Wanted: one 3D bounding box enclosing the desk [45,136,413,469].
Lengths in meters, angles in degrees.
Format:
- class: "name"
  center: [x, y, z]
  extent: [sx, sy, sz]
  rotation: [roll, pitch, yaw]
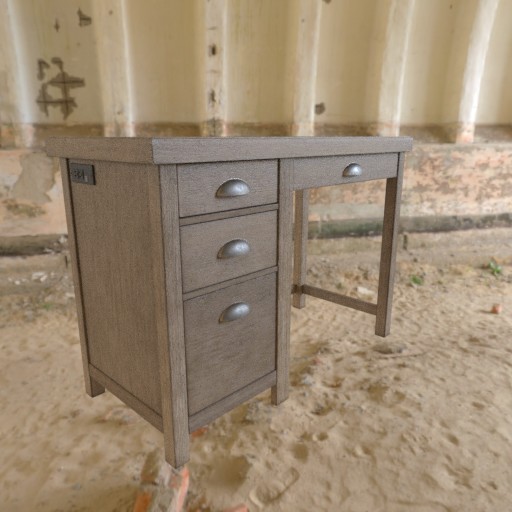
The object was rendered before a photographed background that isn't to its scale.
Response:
- class: "desk"
  center: [0.000, 0.000, 1.757]
  extent: [0.610, 0.912, 1.289]
  rotation: [14, 21, 42]
